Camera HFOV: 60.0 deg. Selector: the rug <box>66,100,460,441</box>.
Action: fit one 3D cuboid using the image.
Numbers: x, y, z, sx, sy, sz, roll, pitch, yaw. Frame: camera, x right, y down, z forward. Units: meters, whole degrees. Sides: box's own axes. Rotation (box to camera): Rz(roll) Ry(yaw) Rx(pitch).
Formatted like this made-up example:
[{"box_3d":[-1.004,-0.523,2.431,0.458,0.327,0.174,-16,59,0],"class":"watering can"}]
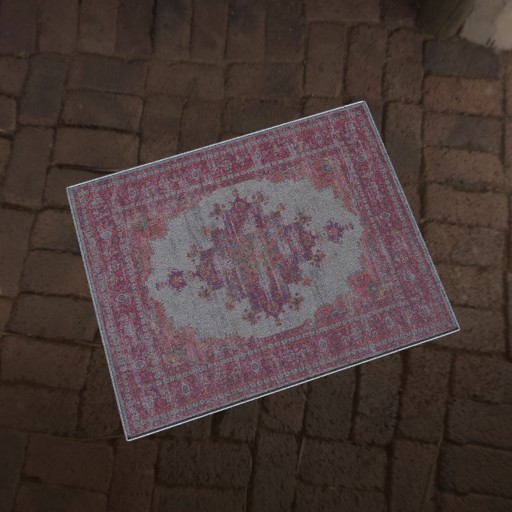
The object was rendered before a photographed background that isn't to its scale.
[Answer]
[{"box_3d":[0.000,0.000,4.178,3.123,0.017,2.447,-17,78,-4],"class":"rug"}]
